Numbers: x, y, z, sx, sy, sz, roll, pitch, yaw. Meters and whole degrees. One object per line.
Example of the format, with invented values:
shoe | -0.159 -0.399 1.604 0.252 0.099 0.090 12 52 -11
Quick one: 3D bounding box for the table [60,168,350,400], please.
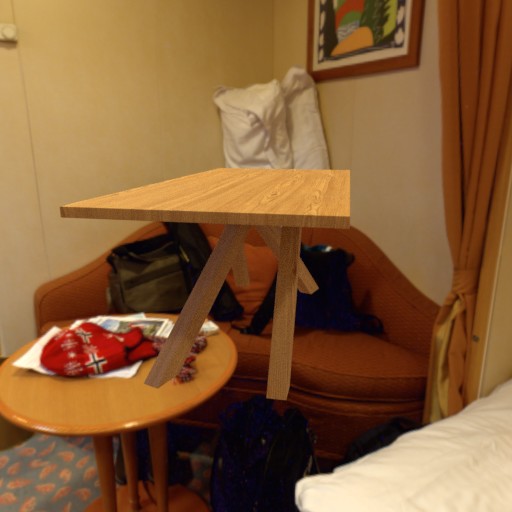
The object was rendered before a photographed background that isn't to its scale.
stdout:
table | 0.000 0.000 2.261 0.901 0.750 1.797 3 15 11
